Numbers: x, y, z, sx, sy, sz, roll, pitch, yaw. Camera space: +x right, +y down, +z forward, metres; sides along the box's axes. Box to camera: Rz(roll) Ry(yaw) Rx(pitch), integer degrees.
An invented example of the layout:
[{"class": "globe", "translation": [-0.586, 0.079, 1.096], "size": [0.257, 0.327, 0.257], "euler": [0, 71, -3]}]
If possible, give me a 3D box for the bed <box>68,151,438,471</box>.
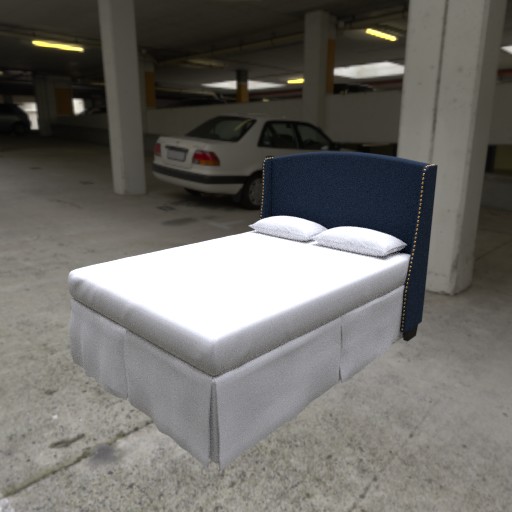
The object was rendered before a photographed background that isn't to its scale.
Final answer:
[{"class": "bed", "translation": [0.000, 0.000, 3.168], "size": [1.604, 1.402, 2.223], "euler": [14, 21, 42]}]
